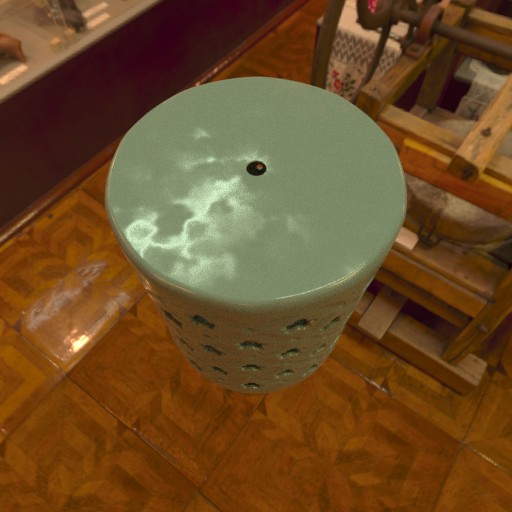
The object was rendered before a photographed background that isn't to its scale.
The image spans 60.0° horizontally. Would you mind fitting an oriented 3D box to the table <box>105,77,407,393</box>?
[{"bbox_3d":[0.000,0.000,0.675,0.352,0.387,0.352,0,58,0],"label":"table"}]
